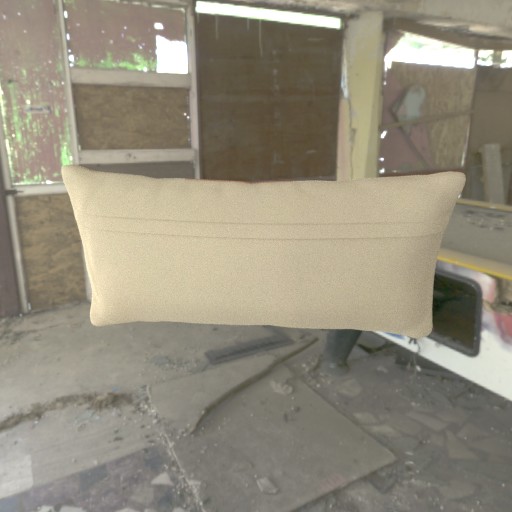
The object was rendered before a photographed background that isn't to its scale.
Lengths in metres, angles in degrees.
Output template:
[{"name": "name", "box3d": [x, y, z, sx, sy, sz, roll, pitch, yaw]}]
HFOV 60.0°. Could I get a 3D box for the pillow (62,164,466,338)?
[{"name": "pillow", "box3d": [0.000, 0.000, 0.724, 0.609, 0.292, 0.155, 2, 16, 6]}]
